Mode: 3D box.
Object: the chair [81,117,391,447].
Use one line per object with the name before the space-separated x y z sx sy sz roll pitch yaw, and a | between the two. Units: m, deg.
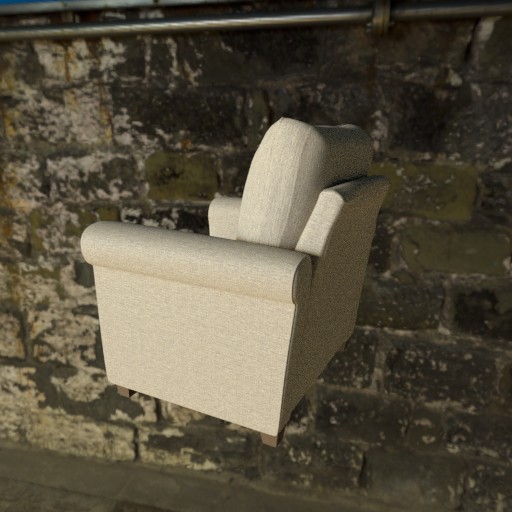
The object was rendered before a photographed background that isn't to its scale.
chair | 0.000 0.000 2.339 1.180 1.349 1.275 7 16 26
